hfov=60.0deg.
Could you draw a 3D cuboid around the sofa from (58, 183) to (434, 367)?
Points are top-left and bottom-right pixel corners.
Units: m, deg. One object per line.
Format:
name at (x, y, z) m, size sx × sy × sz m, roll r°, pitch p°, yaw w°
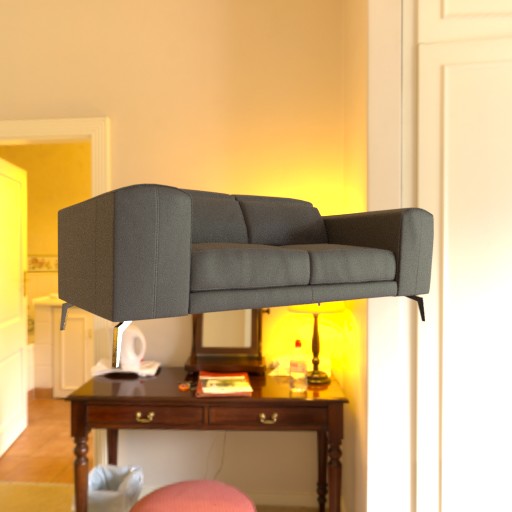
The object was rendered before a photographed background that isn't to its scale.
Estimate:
sofa at (0.000, 0.000, 2.460) m, size 1.895 × 0.779 × 1.003 m, roll 0°, pitch 1°, yaw -35°
